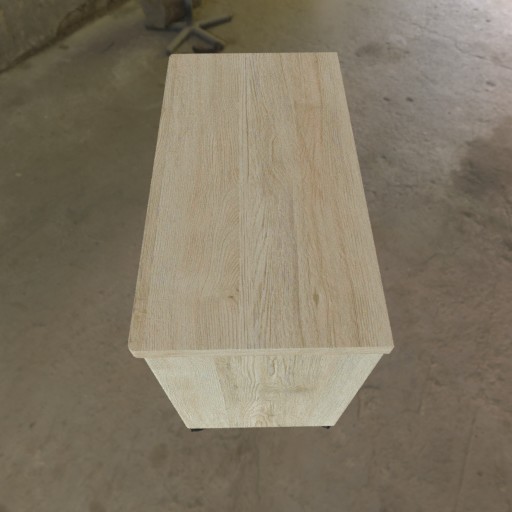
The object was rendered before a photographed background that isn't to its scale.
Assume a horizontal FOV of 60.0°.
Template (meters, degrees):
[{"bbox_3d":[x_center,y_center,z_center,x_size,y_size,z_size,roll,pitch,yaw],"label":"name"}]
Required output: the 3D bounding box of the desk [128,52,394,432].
[{"bbox_3d":[0.000,0.000,1.353,0.480,0.770,0.885,-1,58,-1],"label":"desk"}]
